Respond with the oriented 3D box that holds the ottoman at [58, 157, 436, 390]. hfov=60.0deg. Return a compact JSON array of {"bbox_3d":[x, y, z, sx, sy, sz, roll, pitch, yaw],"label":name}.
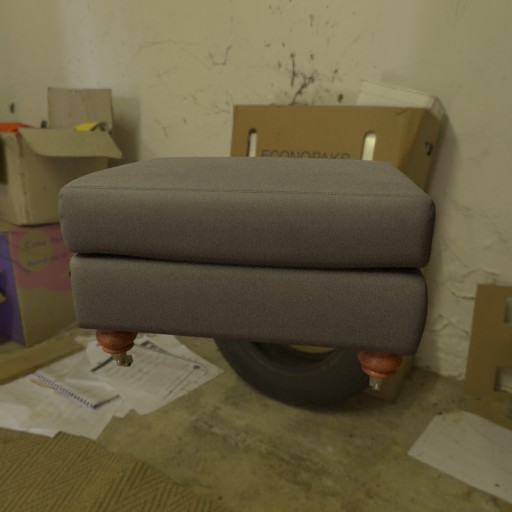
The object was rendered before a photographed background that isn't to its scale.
[{"bbox_3d":[0.000,0.000,1.162,0.773,0.497,0.574,3,18,9],"label":"ottoman"}]
